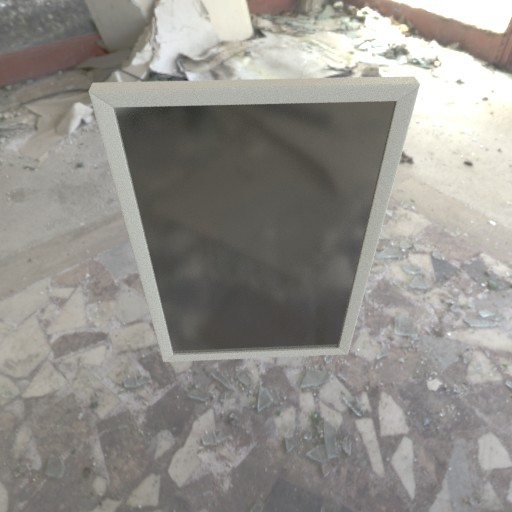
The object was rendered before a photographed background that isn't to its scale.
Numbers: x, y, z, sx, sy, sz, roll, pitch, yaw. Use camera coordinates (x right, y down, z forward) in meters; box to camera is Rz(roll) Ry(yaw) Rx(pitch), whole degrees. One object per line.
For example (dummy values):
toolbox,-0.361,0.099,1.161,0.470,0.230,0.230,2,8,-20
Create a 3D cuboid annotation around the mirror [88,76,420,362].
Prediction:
mirror,0.000,0.000,1.150,0.609,0.914,0.041,-2,45,-2
